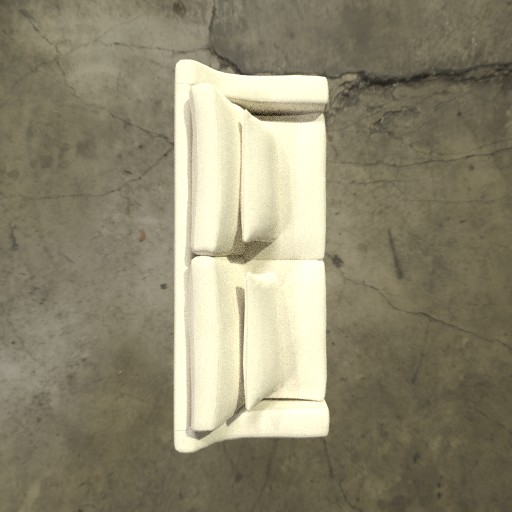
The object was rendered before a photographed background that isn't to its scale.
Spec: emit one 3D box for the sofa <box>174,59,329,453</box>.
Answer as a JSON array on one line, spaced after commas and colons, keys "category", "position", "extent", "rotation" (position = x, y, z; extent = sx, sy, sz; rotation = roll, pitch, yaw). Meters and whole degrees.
[{"category": "sofa", "position": [0.000, 0.000, 3.095], "extent": [1.009, 1.022, 2.470], "rotation": [0, 89, 2]}]
